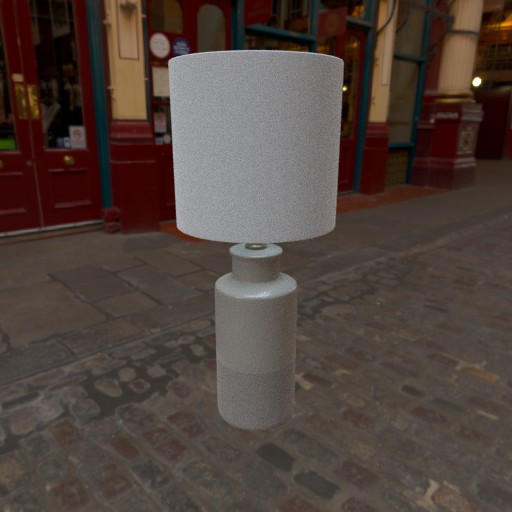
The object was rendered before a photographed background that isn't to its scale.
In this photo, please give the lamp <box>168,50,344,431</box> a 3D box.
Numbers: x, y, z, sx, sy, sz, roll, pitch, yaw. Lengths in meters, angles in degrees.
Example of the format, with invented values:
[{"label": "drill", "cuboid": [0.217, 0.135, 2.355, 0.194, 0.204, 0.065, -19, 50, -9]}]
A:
[{"label": "lamp", "cuboid": [0.000, 0.000, 0.615, 0.212, 0.493, 0.212, -15, 22, -40]}]
